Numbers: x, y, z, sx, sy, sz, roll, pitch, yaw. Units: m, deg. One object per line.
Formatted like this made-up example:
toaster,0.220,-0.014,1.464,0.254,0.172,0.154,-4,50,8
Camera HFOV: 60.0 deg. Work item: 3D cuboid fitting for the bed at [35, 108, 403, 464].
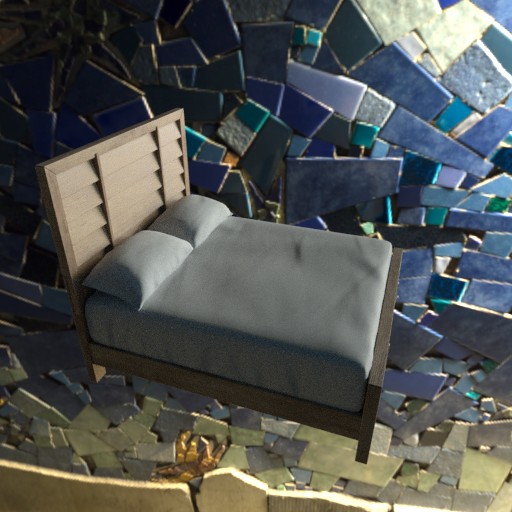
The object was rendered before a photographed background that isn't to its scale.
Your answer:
bed,0.000,0.000,3.207,2.017,1.631,1.615,10,31,17
